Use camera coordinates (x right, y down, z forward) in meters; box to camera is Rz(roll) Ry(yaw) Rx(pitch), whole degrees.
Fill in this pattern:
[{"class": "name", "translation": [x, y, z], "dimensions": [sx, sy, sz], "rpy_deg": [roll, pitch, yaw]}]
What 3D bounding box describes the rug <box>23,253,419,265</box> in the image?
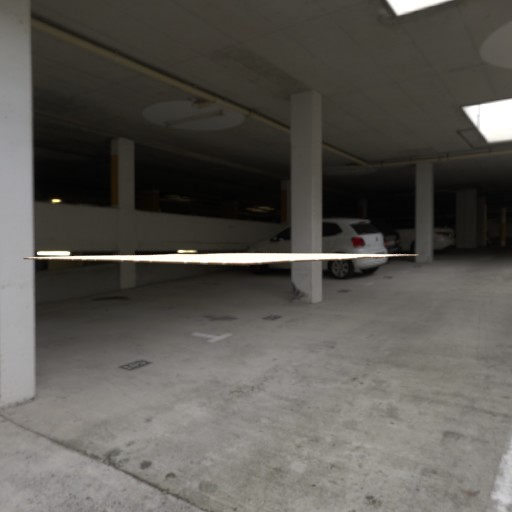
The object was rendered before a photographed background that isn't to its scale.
[{"class": "rug", "translation": [0.000, 0.000, 2.231], "dimensions": [1.152, 0.013, 1.761], "rpy_deg": [1, 1, 35]}]
